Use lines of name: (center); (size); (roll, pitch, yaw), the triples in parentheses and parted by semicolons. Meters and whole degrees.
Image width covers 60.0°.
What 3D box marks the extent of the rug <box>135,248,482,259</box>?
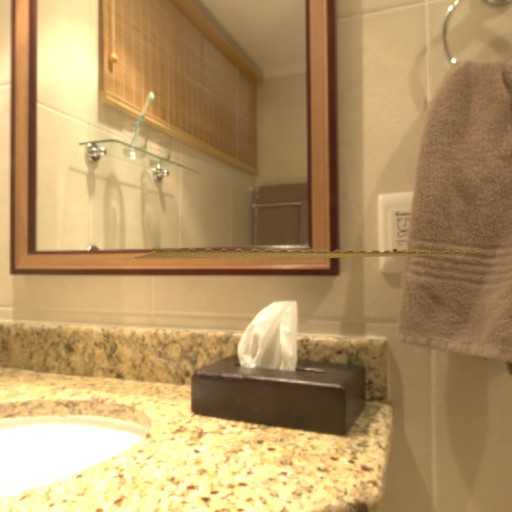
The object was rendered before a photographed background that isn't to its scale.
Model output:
rug: (0.000, 0.000, 3.050); (1.540, 0.018, 2.435); (0, -1, -17)
